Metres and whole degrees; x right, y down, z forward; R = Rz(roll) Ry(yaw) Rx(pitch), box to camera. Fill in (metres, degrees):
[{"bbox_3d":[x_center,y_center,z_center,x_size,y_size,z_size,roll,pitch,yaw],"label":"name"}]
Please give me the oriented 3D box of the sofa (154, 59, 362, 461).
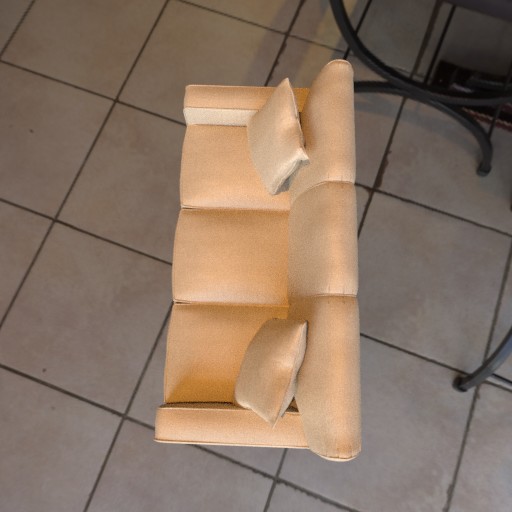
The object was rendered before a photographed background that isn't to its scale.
[{"bbox_3d":[0.000,0.000,2.555,0.997,0.958,2.024,2,75,1],"label":"sofa"}]
